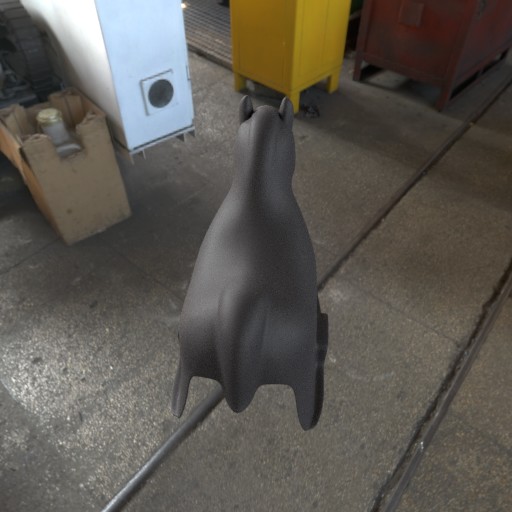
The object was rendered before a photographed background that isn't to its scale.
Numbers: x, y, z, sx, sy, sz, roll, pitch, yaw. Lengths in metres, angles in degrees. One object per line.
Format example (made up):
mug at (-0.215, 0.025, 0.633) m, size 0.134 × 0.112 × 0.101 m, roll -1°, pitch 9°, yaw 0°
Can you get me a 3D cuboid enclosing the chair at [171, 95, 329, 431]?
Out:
chair at (0.000, 0.000, 1.162) m, size 0.429 × 0.612 × 0.800 m, roll 4°, pitch 47°, yaw 4°
